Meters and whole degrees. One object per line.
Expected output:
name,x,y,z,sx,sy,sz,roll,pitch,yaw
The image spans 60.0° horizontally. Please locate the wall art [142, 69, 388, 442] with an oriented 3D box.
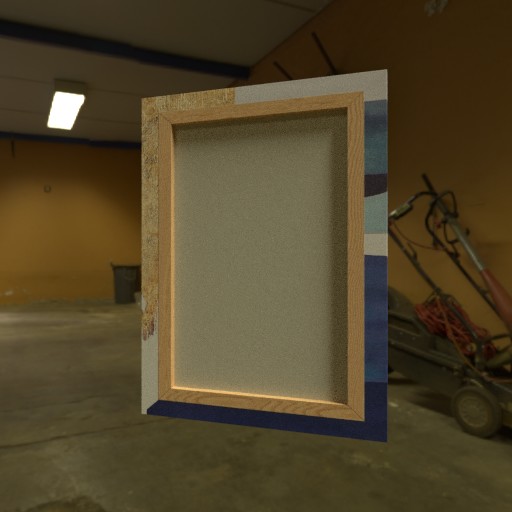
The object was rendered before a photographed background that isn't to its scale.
wall art,0.000,0.000,0.807,0.458,0.613,0.026,0,0,17
